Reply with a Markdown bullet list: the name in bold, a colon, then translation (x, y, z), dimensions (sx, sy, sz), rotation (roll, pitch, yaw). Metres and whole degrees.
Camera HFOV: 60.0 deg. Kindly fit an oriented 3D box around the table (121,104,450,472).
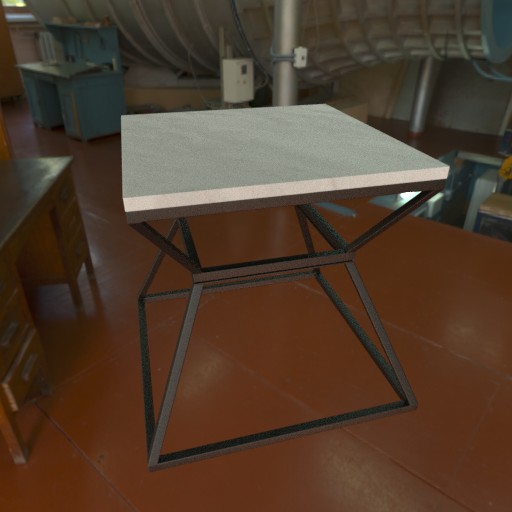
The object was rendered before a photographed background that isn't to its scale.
- **table**: translation (0.000, 0.000, 0.798), dimensions (0.455, 0.431, 0.455), rotation (-8, 31, -13)
